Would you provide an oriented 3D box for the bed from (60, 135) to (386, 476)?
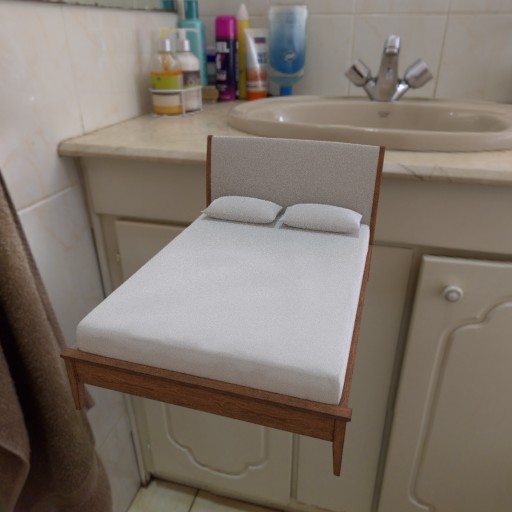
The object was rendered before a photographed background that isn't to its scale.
[{"bbox_3d":[0.000,0.000,2.942,1.502,1.135,2.108,8,27,15],"label":"bed"}]
